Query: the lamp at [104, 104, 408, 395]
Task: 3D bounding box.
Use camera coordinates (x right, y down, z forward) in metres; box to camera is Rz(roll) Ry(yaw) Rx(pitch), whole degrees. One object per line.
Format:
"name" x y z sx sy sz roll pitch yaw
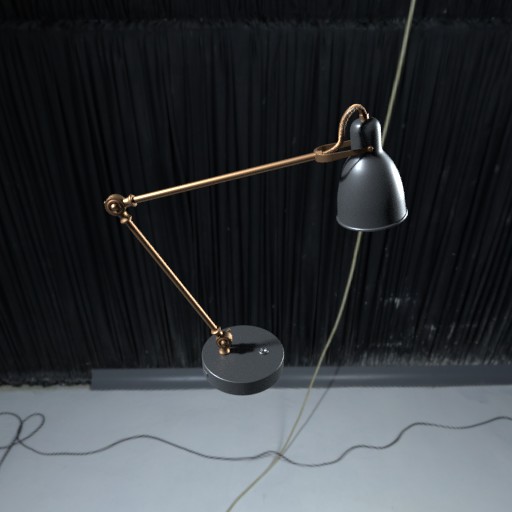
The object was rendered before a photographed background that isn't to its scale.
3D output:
"lamp" 0.000 0.000 0.878 0.561 0.587 0.187 0 31 -1
